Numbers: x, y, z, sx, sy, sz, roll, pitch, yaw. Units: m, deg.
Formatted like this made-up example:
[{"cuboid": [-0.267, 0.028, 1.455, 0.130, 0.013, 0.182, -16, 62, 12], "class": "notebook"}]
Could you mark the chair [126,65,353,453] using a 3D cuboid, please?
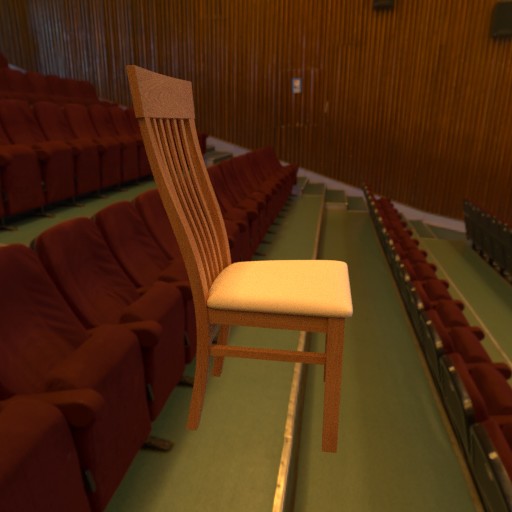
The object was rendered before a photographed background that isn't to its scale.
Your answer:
[{"cuboid": [0.000, 0.000, 1.372, 0.580, 1.050, 0.450, 3, 17, 9], "class": "chair"}]
